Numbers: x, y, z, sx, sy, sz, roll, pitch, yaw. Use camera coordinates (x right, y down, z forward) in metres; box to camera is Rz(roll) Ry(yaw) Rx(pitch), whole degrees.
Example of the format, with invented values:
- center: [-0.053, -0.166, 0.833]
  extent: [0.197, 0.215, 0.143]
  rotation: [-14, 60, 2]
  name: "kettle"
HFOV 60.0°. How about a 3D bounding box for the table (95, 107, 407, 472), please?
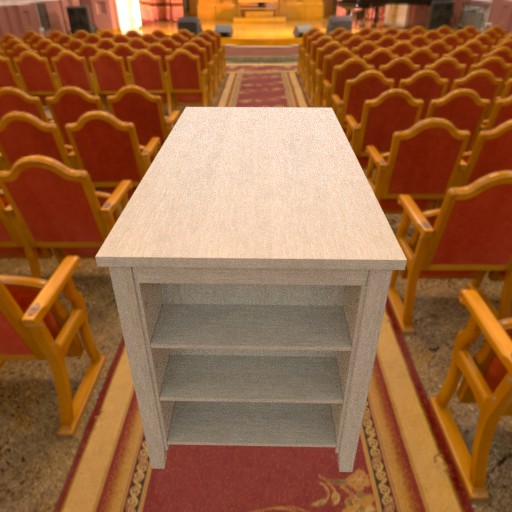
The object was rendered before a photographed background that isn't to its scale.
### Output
- center: [0.000, 0.000, 1.859]
  extent: [0.729, 0.874, 1.397]
  rotation: [1, 32, 1]
  name: "table"
